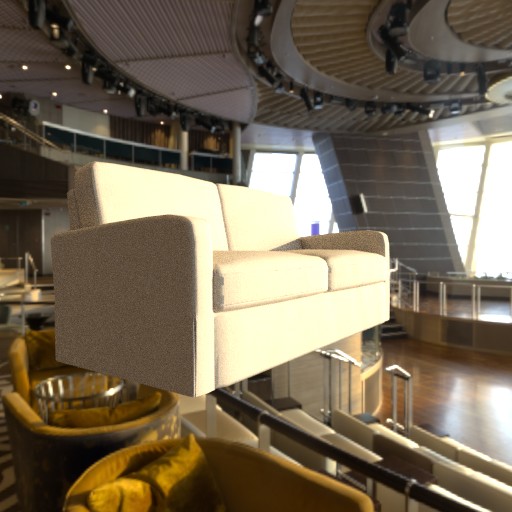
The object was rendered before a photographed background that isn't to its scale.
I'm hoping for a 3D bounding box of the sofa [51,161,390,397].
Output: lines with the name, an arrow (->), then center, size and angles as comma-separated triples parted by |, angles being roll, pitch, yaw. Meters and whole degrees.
sofa -> 0.000, 0.000, 2.320 | 0.894, 0.831, 1.808 | 1, 1, 35
